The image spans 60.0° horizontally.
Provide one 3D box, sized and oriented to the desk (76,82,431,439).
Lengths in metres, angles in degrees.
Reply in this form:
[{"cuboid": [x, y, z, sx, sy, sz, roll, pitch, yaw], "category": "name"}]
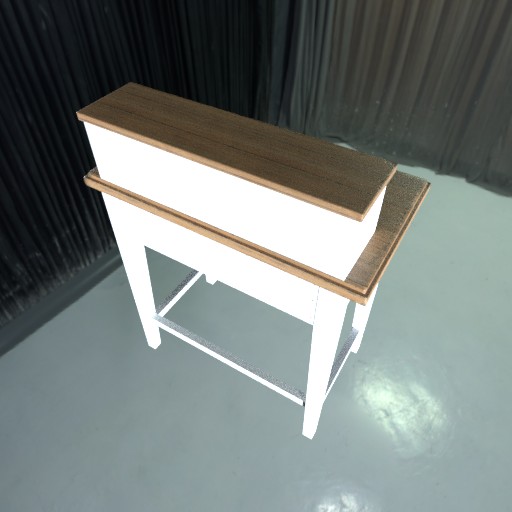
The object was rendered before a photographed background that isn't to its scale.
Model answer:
[{"cuboid": [0.000, 0.000, 1.398, 0.814, 0.981, 0.462, 23, 50, 21], "category": "desk"}]
